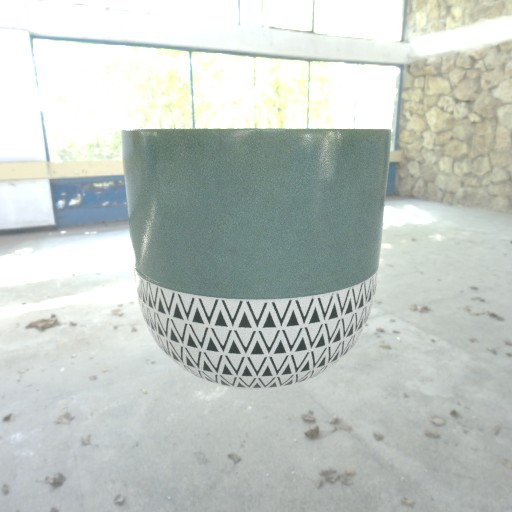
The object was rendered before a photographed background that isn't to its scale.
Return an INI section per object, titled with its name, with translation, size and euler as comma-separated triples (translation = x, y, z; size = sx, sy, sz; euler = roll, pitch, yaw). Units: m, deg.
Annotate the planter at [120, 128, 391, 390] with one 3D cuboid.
[planter]
translation = 0.000, 0.000, 0.489
size = 0.266, 0.270, 0.266
euler = 0, 16, 0
